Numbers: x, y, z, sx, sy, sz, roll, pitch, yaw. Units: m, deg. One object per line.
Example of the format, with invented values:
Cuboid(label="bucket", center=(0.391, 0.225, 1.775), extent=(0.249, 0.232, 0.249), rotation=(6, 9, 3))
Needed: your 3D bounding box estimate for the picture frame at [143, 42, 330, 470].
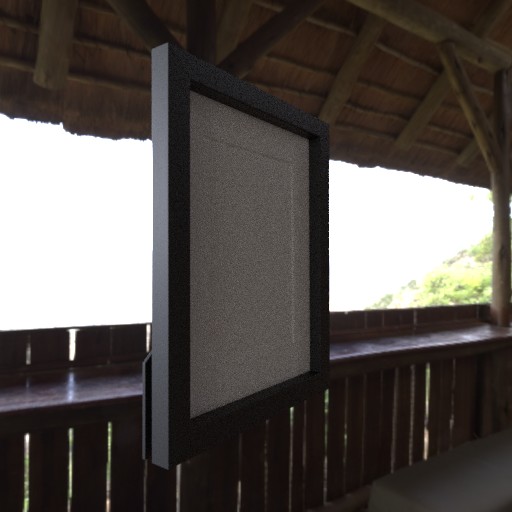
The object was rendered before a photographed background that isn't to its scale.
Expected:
Cuboid(label="picture frame", center=(0.000, 0.000, 0.529), extent=(0.036, 0.383, 0.307), rotation=(0, 0, 37))
